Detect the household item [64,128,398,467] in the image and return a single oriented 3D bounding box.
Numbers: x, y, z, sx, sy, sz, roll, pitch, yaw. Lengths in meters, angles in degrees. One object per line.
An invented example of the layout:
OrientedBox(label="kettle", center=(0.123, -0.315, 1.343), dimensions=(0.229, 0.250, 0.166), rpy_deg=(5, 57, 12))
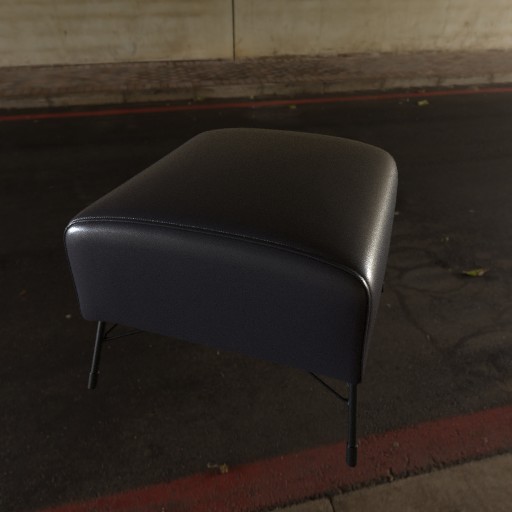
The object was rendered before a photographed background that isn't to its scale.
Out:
OrientedBox(label="household item", center=(0.000, 0.000, 0.909), dimensions=(0.530, 0.410, 0.530), rpy_deg=(10, 33, 16))
